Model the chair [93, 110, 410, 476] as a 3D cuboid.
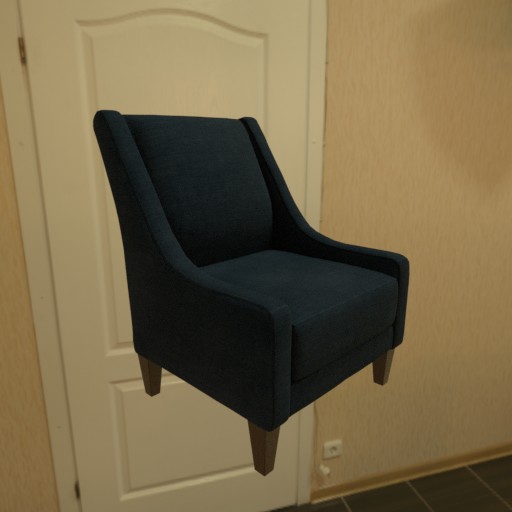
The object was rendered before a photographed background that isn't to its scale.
[{"bbox_3d":[0.000,0.000,1.612,0.870,1.014,0.774,14,20,42],"label":"chair"}]
